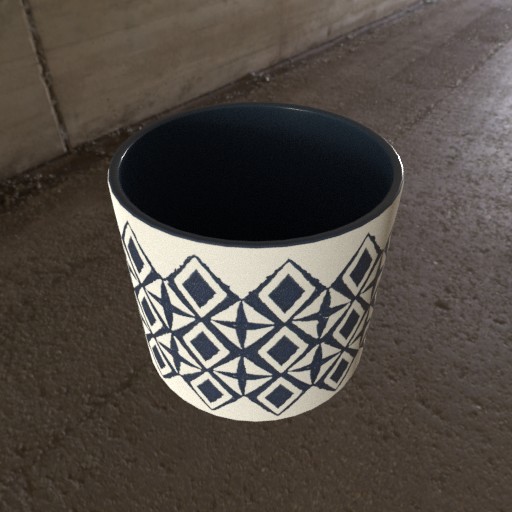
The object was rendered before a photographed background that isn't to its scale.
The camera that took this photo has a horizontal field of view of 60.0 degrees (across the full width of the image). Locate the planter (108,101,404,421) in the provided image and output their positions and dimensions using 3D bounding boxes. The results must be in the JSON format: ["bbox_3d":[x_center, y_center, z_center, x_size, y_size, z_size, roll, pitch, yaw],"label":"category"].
[{"bbox_3d":[0.000,0.000,0.289,0.159,0.144,0.159,0,40,0],"label":"planter"}]
